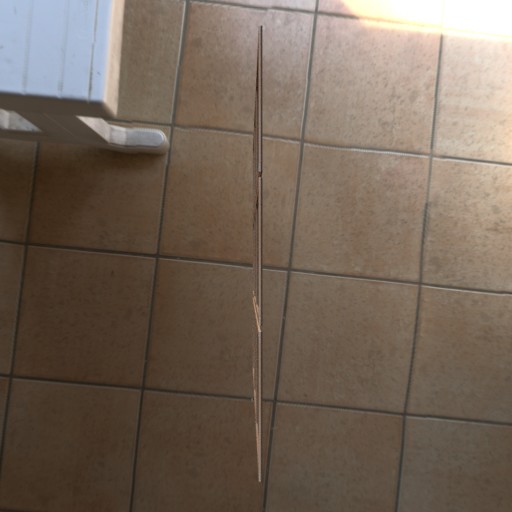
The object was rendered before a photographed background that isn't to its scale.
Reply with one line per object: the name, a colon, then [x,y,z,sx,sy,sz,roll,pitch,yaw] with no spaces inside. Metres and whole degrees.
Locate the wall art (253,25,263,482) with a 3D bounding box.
wall art: [0.000,0.000,2.237,0.013,1.525,1.520,0,89,-1]
